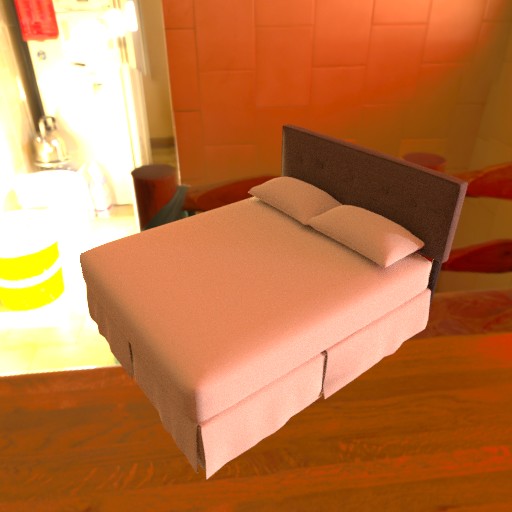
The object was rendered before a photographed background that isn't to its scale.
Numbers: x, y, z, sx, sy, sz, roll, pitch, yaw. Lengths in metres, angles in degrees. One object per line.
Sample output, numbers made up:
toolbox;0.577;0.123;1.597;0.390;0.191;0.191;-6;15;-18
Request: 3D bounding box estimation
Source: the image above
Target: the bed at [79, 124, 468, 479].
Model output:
bed;0.000;0.000;2.874;1.894;1.089;1.610;-22;38;-31
